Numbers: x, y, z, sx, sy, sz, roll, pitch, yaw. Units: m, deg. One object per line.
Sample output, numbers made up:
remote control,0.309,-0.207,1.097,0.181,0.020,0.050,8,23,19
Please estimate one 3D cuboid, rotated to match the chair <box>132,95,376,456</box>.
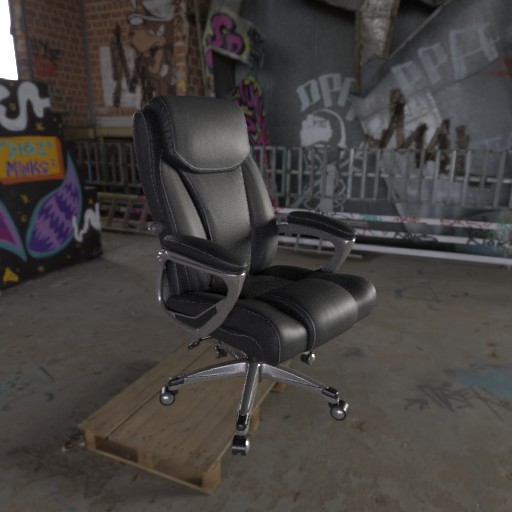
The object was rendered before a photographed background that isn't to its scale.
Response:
chair,0.000,0.000,1.675,0.784,1.167,0.741,14,21,42
